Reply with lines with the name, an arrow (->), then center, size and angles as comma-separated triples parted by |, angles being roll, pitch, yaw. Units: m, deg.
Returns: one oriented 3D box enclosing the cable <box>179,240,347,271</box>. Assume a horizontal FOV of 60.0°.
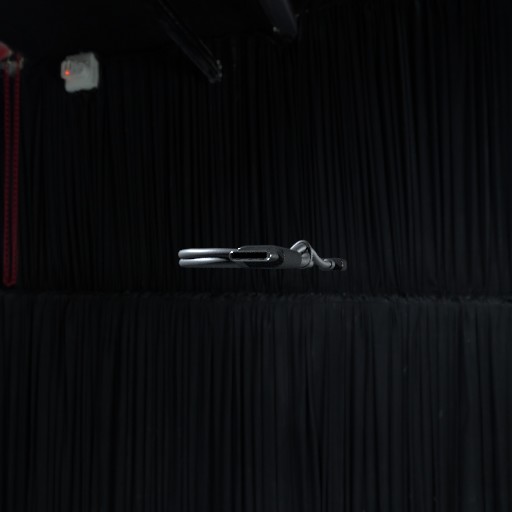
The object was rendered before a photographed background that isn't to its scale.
cable -> 0.000, 0.000, 0.213 | 0.070, 0.014, 0.192 | -1, -2, 17
